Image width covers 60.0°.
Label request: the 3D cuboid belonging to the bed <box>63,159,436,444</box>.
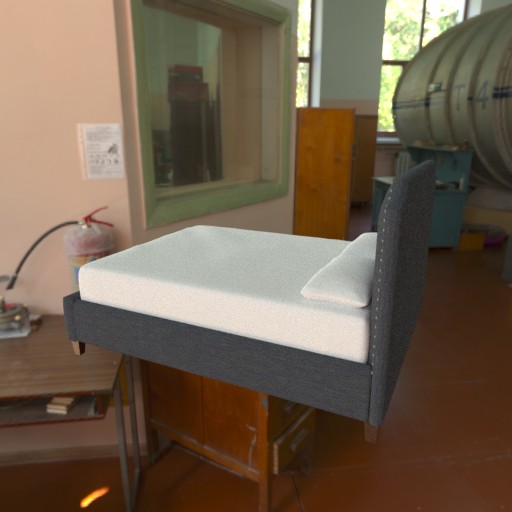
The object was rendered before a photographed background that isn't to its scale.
[{"bbox_3d":[0.000,0.000,3.414,2.372,1.443,1.713,8,18,25],"label":"bed"}]
